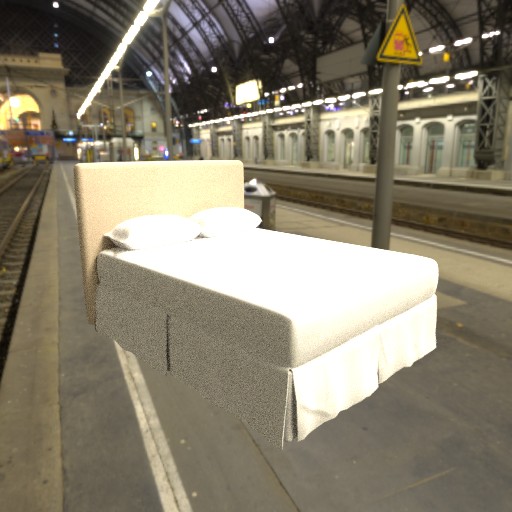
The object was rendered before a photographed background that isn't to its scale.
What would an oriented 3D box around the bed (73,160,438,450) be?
[{"bbox_3d":[0.000,0.000,3.245,1.723,1.330,2.142,-13,18,-43],"label":"bed"}]
